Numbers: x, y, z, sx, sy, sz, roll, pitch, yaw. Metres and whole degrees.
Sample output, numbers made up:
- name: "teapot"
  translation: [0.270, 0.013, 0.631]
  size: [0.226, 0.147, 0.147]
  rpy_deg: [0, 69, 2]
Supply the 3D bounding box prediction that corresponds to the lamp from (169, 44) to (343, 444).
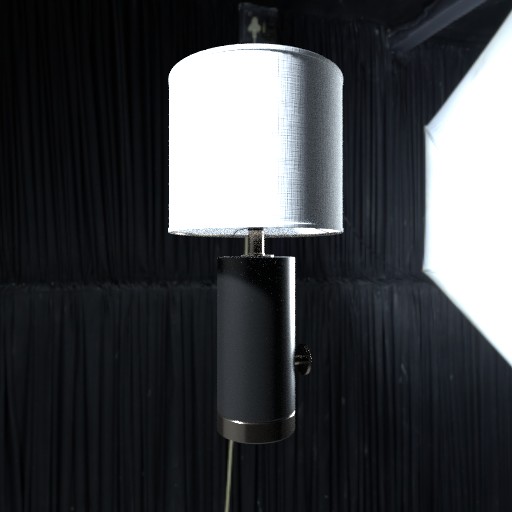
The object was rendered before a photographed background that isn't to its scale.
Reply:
- name: "lamp"
  translation: [0.000, 0.000, 0.623]
  size: [0.240, 0.482, 0.241]
  rpy_deg: [0, 0, -19]
